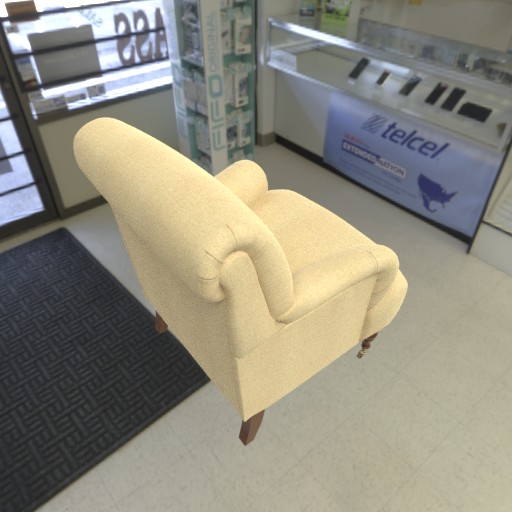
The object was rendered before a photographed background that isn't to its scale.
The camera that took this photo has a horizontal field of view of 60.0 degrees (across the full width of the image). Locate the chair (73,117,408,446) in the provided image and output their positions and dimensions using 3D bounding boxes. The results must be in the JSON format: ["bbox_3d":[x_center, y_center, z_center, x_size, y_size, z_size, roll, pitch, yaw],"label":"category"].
[{"bbox_3d":[0.000,0.000,1.526,0.842,0.944,0.766,-26,47,-28],"label":"chair"}]
